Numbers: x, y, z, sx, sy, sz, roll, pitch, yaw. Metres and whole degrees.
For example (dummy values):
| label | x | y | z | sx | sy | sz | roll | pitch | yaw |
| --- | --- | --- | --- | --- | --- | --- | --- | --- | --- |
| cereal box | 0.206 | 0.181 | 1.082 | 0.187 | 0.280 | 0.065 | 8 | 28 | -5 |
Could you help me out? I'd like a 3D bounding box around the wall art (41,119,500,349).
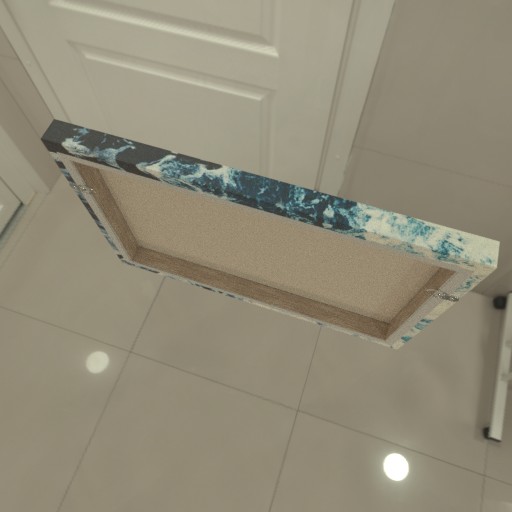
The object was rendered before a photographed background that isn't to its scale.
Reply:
| label | x | y | z | sx | sy | sz | roll | pitch | yaw |
| --- | --- | --- | --- | --- | --- | --- | --- | --- | --- |
| wall art | 0.000 | 0.000 | 0.751 | 0.609 | 0.407 | 0.043 | 17 | 66 | 8 |
